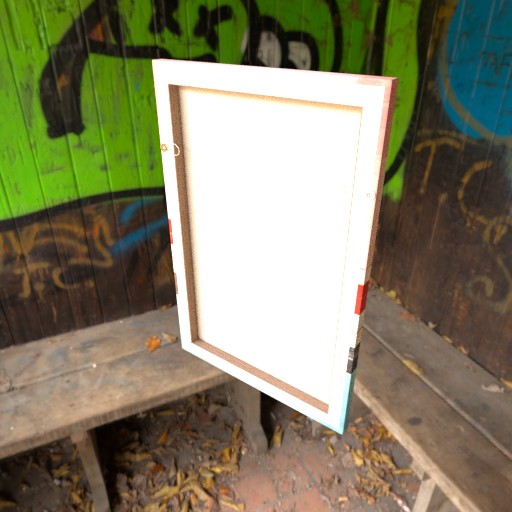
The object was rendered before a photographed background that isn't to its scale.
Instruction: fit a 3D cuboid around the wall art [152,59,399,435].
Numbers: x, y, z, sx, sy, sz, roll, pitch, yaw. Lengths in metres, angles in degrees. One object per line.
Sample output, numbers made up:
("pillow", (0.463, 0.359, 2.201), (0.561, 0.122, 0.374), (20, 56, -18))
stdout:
("wall art", (0.000, 0.000, 1.163), (0.610, 0.914, 0.038), (19, 34, 31))
